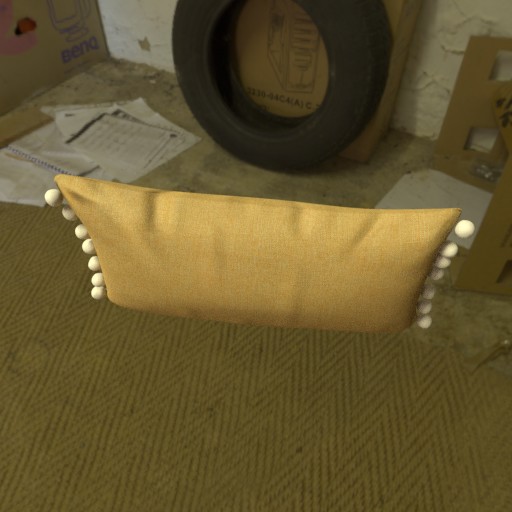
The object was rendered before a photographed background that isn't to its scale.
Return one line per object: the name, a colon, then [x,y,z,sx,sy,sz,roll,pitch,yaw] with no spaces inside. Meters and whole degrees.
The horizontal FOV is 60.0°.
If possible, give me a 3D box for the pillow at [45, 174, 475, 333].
pillow: [0.000,0.000,0.818,0.709,0.322,0.201,5,47,4]
